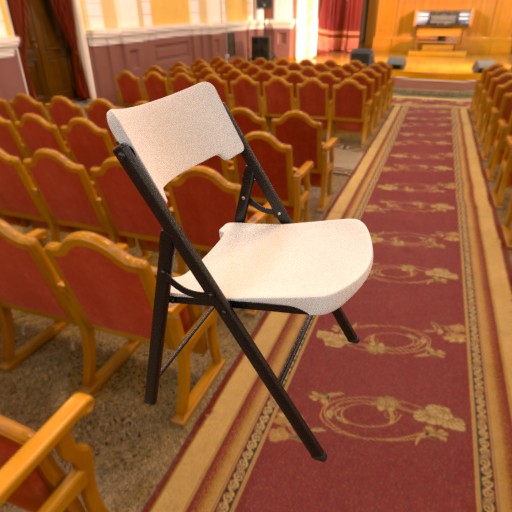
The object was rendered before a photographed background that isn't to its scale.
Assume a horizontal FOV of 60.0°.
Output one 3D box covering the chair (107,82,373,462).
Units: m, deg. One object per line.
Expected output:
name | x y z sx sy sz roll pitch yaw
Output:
chair | 0.000 0.000 1.135 0.577 0.765 0.482 11 31 18
